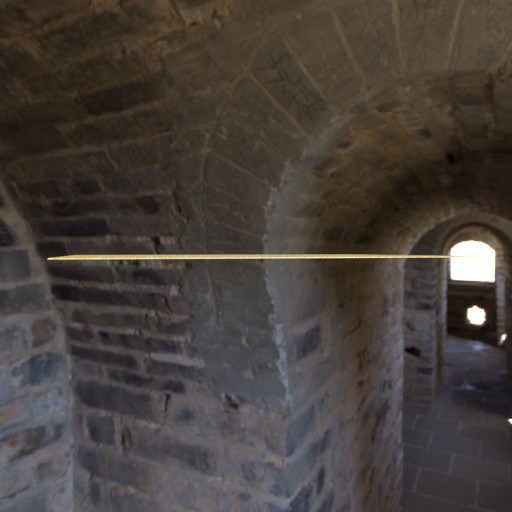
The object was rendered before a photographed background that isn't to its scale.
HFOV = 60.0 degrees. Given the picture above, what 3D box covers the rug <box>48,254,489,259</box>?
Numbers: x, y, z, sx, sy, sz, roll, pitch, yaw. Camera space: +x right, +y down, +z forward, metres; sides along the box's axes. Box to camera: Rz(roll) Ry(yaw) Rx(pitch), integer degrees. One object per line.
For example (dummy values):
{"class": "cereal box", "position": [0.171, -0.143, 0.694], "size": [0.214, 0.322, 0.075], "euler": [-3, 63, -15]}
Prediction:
{"class": "rug", "position": [0.000, 0.000, 2.885], "size": [2.286, 0.006, 1.524], "euler": [0, 1, -18]}
